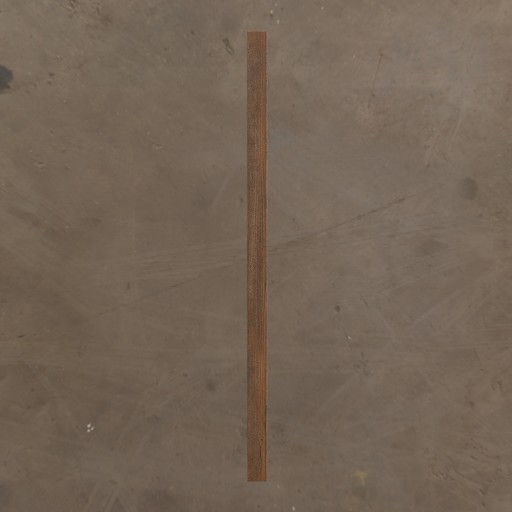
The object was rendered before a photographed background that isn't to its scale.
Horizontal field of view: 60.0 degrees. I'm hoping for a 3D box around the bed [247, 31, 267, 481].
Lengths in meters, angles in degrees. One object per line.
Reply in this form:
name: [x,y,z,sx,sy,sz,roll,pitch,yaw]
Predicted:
bed: [0.000,0.000,1.498,0.046,0.942,1.046,0,90,0]
